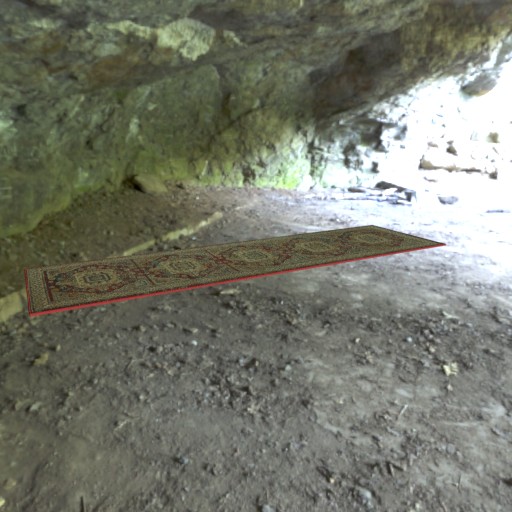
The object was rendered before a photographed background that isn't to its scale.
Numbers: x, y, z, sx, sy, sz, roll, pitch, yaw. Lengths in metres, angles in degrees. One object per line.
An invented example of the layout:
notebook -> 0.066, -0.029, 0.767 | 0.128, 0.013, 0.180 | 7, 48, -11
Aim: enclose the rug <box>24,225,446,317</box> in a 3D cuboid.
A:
rug -> 0.000, 0.000, 2.471 | 2.292, 0.015, 0.659 | -8, 18, -27
